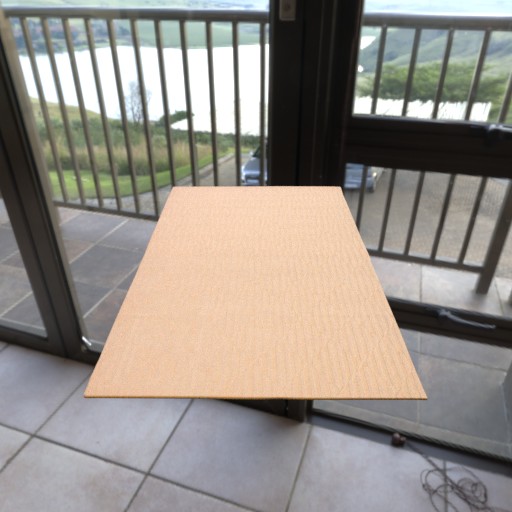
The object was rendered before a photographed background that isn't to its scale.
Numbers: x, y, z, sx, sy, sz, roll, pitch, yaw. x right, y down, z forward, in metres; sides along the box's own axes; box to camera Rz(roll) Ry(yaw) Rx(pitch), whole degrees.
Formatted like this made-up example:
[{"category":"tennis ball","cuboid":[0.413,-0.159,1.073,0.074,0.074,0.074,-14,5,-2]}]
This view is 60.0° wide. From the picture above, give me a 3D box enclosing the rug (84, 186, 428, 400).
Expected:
[{"category":"rug","cuboid":[0.000,0.000,2.998,1.531,0.014,2.441,0,31,0]}]
